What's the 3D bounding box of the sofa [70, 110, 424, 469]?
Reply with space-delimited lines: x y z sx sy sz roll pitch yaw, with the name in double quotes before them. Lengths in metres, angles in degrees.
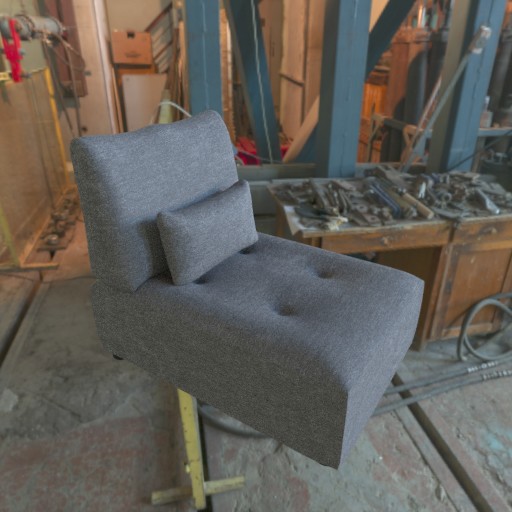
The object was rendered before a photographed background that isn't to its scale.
"sofa" 0.000 0.000 1.530 1.000 0.820 0.700 17 31 30
